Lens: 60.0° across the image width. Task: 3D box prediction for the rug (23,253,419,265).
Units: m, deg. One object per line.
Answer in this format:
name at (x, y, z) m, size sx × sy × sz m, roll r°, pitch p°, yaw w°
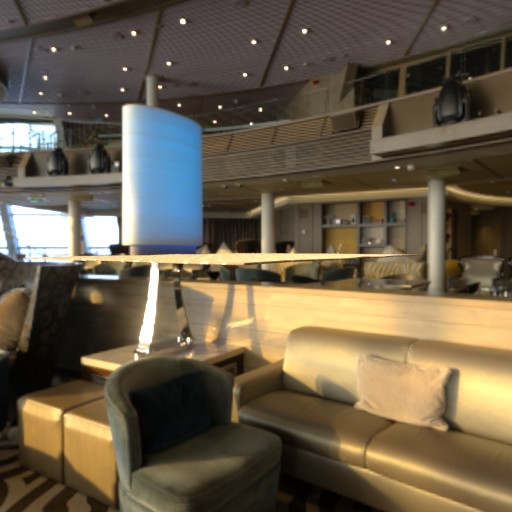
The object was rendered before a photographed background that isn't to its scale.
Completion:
rug at (0.000, 0.000, 2.231) m, size 1.152 × 0.013 × 1.761 m, roll 1°, pitch 1°, yaw 35°
